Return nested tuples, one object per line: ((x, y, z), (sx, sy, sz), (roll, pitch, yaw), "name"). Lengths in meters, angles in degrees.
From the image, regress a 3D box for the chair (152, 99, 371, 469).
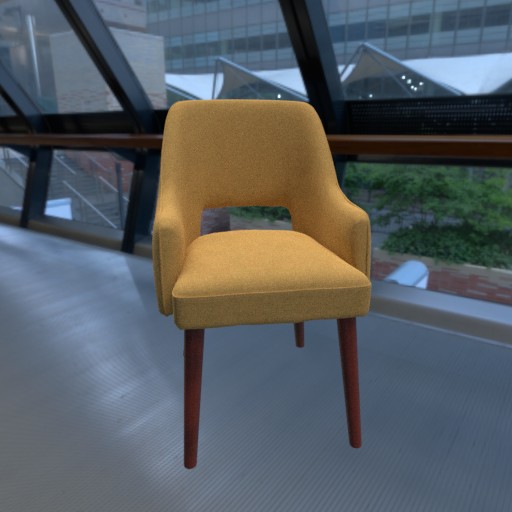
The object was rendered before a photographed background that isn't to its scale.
((0.000, 0.000, 1.239), (0.548, 0.849, 0.605), (-3, 17, -9), "chair")
